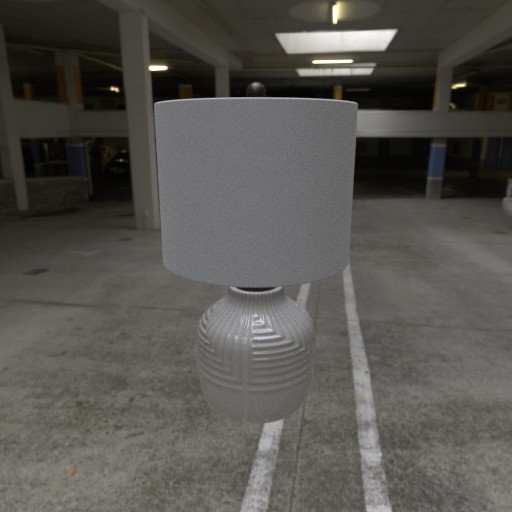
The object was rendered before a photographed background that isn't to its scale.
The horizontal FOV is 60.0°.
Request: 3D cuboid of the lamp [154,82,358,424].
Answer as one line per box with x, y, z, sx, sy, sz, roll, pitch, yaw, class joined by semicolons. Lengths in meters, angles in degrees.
0.000;0.000;0.773;0.318;0.567;0.318;0;16;0;lamp
